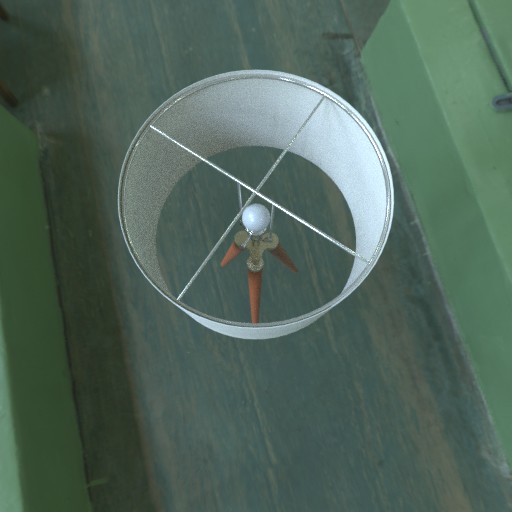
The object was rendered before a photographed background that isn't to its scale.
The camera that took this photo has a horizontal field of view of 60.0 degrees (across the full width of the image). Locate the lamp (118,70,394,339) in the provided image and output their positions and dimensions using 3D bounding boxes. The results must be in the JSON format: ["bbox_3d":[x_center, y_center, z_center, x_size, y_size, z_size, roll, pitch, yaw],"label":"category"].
[{"bbox_3d":[0.000,0.000,0.913,0.354,0.709,0.355,-15,77,-4],"label":"lamp"}]
